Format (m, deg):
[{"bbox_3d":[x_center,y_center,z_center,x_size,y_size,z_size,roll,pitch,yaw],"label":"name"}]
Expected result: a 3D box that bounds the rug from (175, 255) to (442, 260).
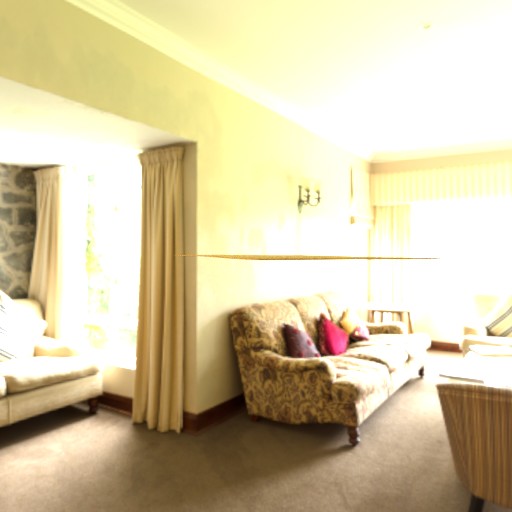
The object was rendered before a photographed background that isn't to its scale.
[{"bbox_3d":[0.000,0.000,2.593,0.686,0.013,2.340,0,0,-17],"label":"rug"}]
